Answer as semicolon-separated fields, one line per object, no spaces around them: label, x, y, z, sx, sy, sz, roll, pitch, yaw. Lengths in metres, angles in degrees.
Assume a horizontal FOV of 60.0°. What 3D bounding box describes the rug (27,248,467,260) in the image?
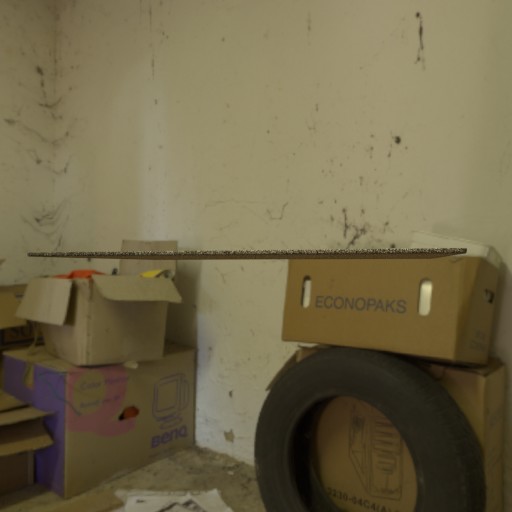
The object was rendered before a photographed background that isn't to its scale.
rug;0.000;0.000;2.971;2.352;0.025;1.501;0;-1;16
